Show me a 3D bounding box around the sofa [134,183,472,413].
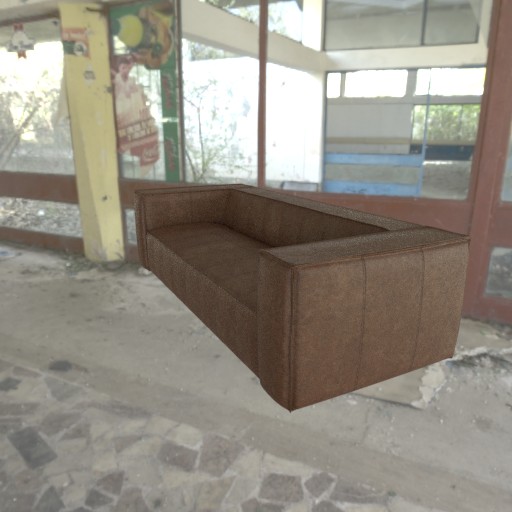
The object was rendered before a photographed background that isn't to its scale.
[{"bbox_3d":[0.000,0.000,3.068,1.102,0.701,2.581,-8,18,-27],"label":"sofa"}]
